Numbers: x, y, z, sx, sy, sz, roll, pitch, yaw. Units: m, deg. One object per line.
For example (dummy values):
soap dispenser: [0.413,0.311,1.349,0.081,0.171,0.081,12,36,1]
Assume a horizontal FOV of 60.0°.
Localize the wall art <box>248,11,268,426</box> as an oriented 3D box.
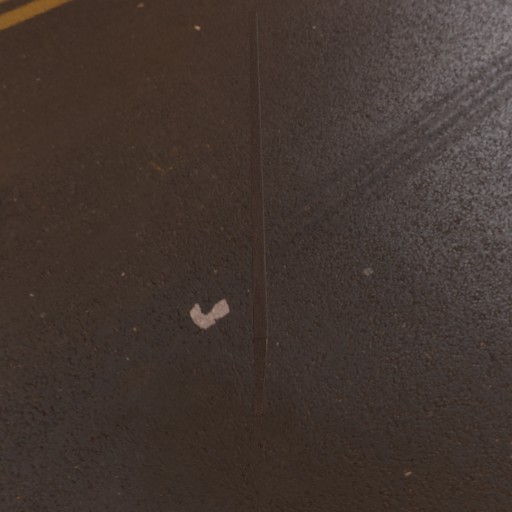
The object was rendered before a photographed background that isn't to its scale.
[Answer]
wall art: [0.000,0.000,0.762,0.013,0.570,0.476,-1,62,-1]
